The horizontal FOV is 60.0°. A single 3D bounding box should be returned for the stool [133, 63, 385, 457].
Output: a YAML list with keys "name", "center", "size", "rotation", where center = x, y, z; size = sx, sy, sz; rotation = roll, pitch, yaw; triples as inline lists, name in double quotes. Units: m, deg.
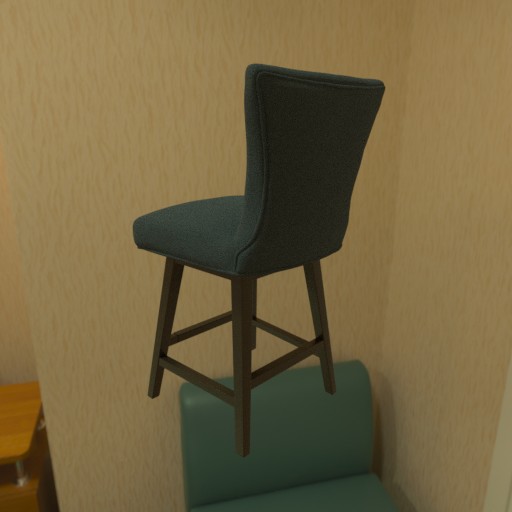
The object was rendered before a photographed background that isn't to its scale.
- name: "stool"
  center: [0.000, 0.000, 1.342]
  size: [0.574, 1.000, 0.514]
  rotation: [16, 23, 42]
